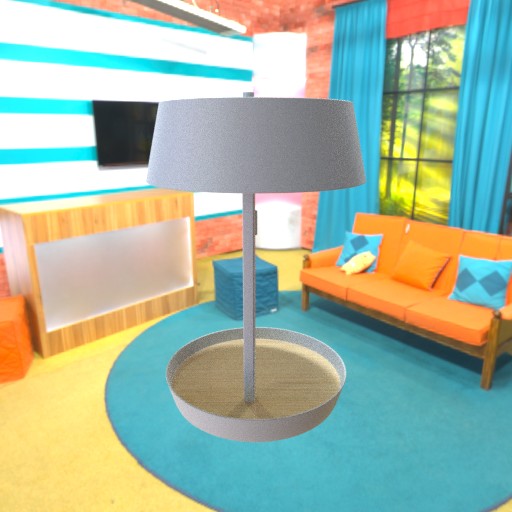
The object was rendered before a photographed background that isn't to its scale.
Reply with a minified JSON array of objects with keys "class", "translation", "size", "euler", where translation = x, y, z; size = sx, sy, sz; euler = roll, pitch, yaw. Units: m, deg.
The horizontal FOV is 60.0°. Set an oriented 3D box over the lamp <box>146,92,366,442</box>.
[{"class":"lamp","translation":[0.000,0.000,0.631],"size":[0.291,0.429,0.291],"euler":[0,16,0]}]
